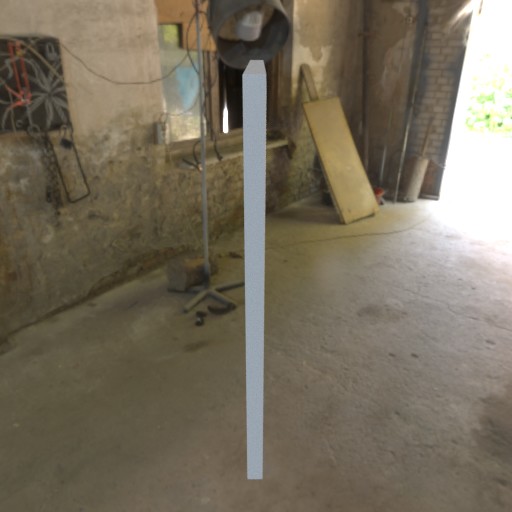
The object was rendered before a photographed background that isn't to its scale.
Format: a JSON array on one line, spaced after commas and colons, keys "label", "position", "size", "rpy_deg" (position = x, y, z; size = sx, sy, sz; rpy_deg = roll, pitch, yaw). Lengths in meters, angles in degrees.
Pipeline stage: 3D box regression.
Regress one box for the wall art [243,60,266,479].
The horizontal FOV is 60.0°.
[{"label": "wall art", "position": [0.000, 0.000, 1.157], "size": [0.037, 0.916, 0.610], "rpy_deg": [0, 26, 0]}]
